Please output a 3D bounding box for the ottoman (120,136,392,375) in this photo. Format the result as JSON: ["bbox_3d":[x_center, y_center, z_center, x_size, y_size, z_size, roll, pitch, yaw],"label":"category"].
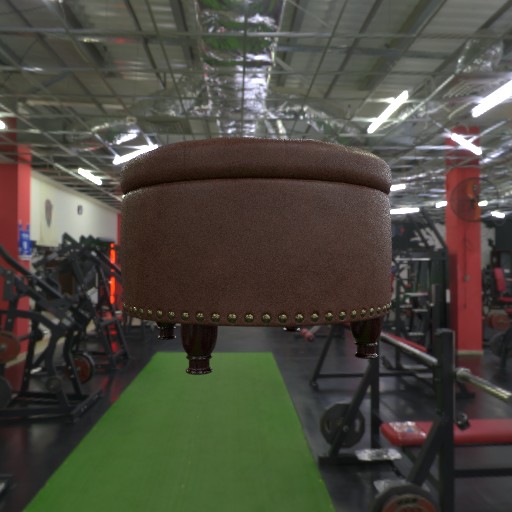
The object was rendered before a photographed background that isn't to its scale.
[{"bbox_3d":[0.000,0.000,1.084,0.637,0.442,0.637,0,-1,0],"label":"ottoman"}]
